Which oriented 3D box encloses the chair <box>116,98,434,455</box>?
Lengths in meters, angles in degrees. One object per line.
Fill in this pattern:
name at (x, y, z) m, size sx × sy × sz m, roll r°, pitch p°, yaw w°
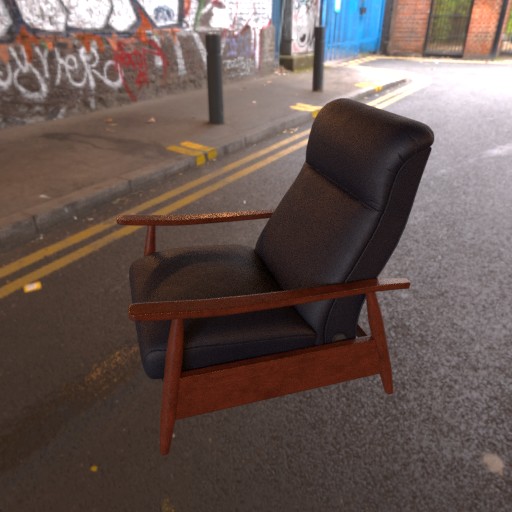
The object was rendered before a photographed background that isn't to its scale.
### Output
chair at (0.000, 0.000, 1.759) m, size 1.014 × 1.082 × 0.762 m, roll -9°, pitch 30°, yaw -16°
